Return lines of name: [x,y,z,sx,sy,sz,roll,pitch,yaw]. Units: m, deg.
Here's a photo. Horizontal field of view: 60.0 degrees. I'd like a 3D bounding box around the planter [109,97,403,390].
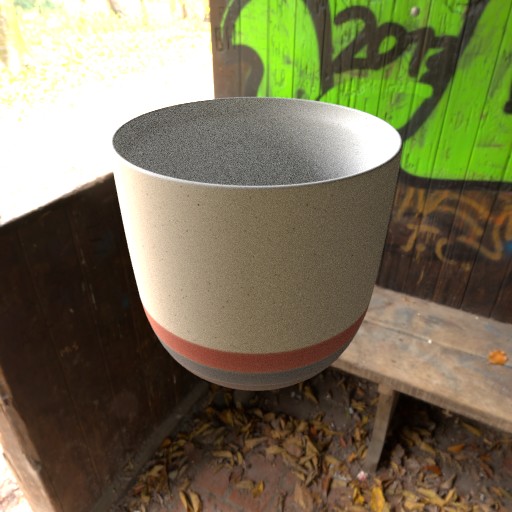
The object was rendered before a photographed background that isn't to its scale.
planter: [0.000,0.000,0.375,0.204,0.214,0.204,0,33,0]
